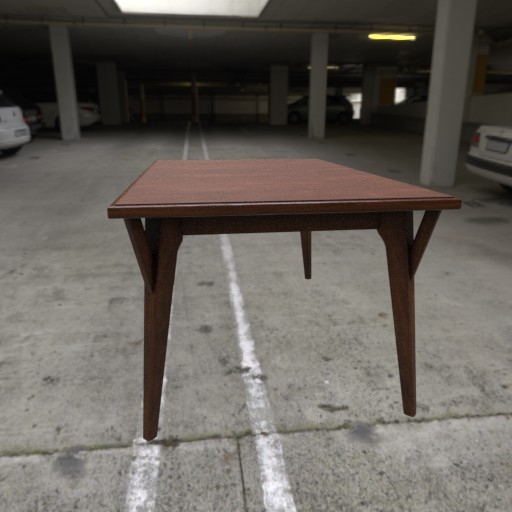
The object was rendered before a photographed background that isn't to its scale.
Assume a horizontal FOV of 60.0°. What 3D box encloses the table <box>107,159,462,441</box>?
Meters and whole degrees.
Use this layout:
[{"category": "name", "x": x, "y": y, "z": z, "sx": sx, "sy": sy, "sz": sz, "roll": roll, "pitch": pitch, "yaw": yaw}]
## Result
[{"category": "table", "x": 0.000, "y": 0.000, "z": 2.043, "sx": 0.990, "sy": 0.761, "sz": 1.524, "roll": -2, "pitch": 17, "yaw": -8}]
